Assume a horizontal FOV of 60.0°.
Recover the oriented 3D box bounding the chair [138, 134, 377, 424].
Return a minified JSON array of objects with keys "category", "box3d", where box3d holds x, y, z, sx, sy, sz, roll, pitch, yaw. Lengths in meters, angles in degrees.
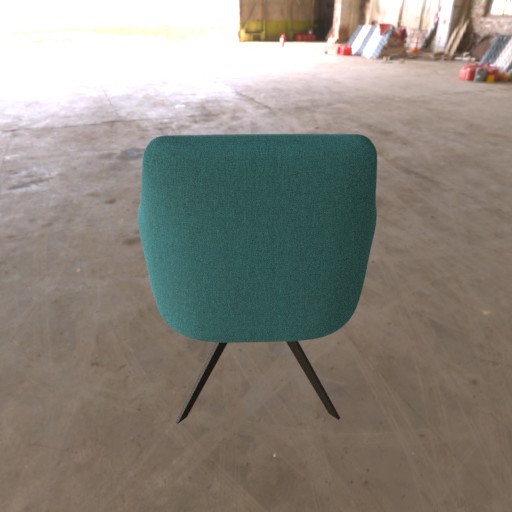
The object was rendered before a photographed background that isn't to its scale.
[{"category":"chair","box3d":[0.000,0.000,1.318,0.642,0.874,0.677,-1,30,-2]}]
